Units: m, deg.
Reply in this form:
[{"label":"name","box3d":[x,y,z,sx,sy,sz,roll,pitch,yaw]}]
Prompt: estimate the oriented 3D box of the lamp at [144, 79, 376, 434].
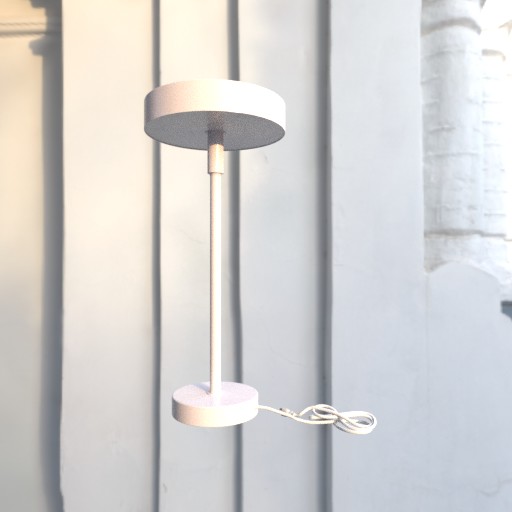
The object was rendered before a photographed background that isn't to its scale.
[{"label":"lamp","box3d":[0.000,0.000,0.705,0.369,0.508,0.229,0,-1,19]}]
